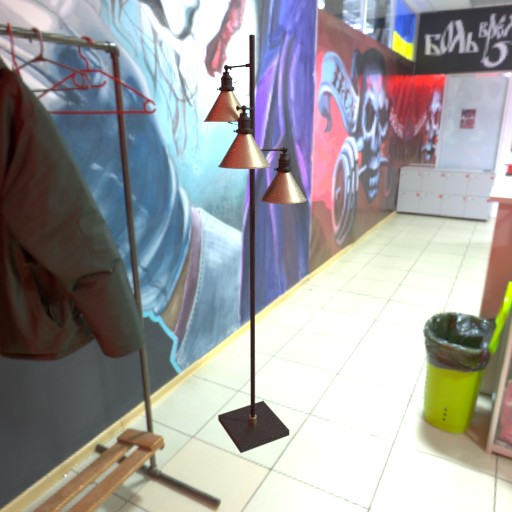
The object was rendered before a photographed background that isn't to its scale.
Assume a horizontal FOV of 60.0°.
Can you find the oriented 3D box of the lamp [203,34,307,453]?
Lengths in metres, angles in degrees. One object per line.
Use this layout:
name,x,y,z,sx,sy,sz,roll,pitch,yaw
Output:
lamp,0.000,0.000,1.903,0.415,1.716,0.428,-9,19,-27
